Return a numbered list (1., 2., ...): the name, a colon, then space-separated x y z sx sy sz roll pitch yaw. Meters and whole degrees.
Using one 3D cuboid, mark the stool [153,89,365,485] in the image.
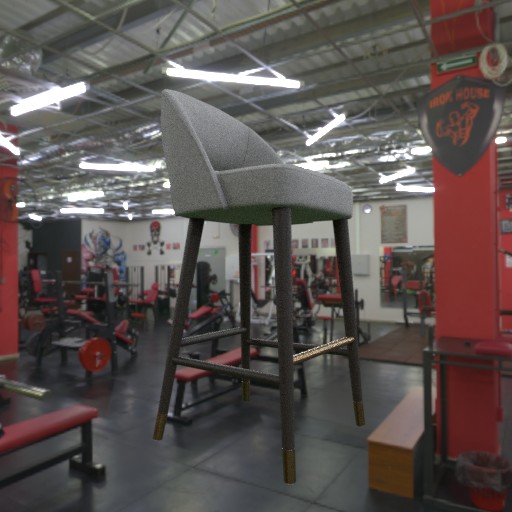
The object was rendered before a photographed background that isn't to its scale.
1. stool: 0.000 0.000 1.323 0.509 1.037 0.494 -1 -1 35
